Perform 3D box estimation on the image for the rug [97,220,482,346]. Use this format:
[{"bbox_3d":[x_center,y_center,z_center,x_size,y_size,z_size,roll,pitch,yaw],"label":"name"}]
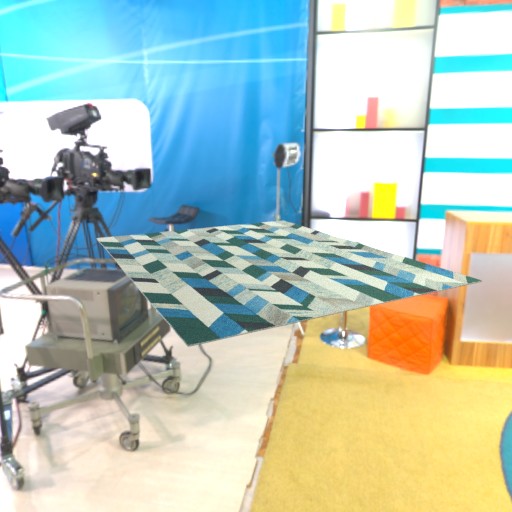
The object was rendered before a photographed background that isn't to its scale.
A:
[{"bbox_3d":[0.000,0.000,4.203,2.440,0.008,3.036,-8,16,-27],"label":"rug"}]
